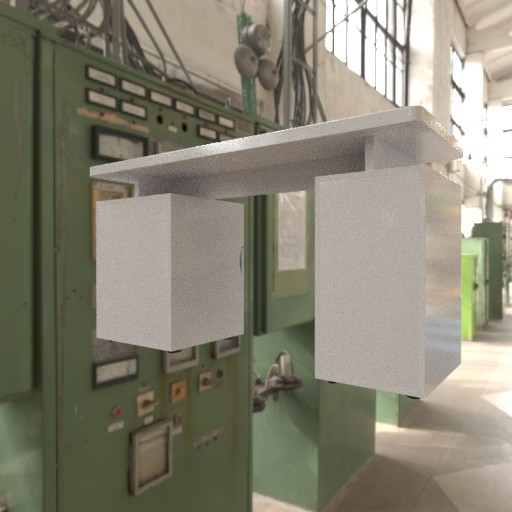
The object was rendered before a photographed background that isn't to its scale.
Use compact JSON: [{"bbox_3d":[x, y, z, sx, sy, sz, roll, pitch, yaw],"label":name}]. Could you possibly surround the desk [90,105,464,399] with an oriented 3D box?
[{"bbox_3d":[0.000,0.000,1.731,1.400,0.762,0.550,0,0,36],"label":"desk"}]
